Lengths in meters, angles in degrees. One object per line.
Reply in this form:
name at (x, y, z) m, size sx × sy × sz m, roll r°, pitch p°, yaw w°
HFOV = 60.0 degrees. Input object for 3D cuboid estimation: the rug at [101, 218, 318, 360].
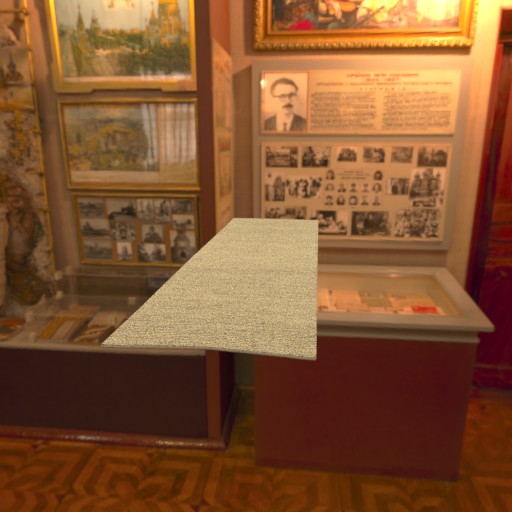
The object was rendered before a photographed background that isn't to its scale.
rug at (0.000, 0.000, 2.493) m, size 0.692 × 0.032 × 2.320 m, roll 2°, pitch 15°, yaw 8°
